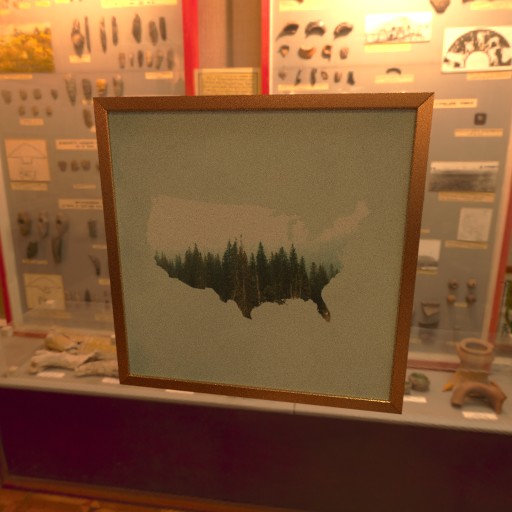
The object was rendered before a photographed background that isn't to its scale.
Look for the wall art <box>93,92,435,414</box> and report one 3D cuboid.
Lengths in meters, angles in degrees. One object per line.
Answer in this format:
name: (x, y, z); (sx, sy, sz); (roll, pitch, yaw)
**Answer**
wall art: (0.000, 0.000, 0.448); (0.304, 0.304, 0.038); (3, 16, 10)
